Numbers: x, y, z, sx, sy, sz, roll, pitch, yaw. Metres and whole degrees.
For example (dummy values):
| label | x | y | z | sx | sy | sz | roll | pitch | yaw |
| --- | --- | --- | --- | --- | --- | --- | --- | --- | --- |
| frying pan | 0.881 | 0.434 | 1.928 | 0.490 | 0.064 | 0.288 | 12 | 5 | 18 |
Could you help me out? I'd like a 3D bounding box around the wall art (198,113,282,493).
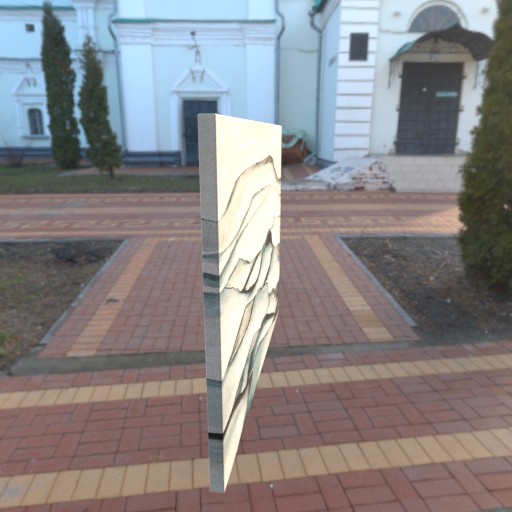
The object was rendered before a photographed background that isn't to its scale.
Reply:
| label | x | y | z | sx | sy | sz | roll | pitch | yaw |
| --- | --- | --- | --- | --- | --- | --- | --- | --- | --- |
| wall art | 0.000 | 0.000 | 1.581 | 0.039 | 0.915 | 1.219 | 2 | 15 | 9 |
